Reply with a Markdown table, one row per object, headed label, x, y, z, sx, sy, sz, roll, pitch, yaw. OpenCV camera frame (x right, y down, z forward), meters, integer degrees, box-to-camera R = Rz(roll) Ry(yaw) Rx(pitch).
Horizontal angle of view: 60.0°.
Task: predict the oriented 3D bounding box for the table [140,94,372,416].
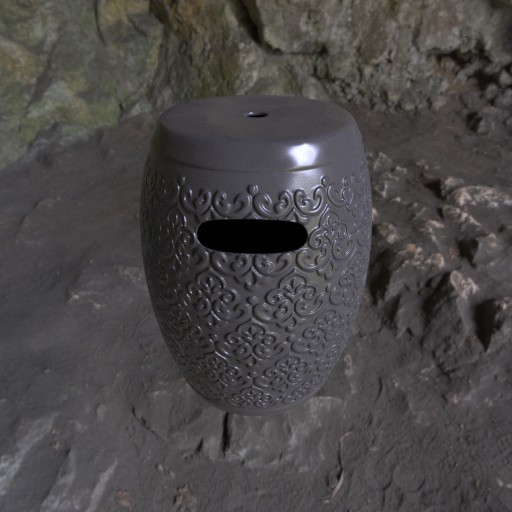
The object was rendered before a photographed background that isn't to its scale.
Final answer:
| label | x | y | z | sx | sy | sz | roll | pitch | yaw |
| --- | --- | --- | --- | --- | --- | --- | --- | --- | --- |
| table | 0.000 | 0.000 | 0.628 | 0.309 | 0.397 | 0.309 | 0 | 31 | 0 |
